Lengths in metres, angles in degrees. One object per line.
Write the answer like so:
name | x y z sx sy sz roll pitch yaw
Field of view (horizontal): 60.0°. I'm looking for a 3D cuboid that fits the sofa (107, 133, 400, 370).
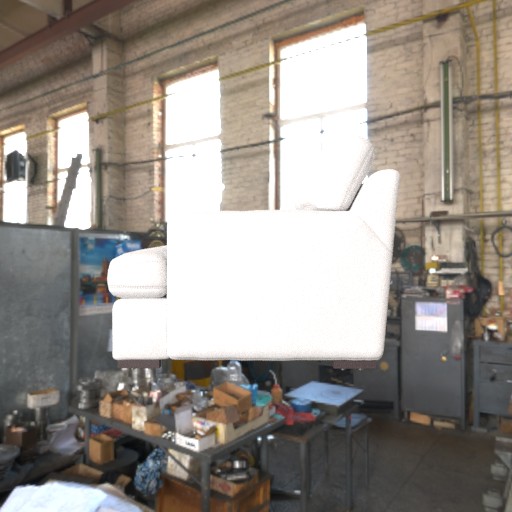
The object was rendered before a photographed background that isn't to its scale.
sofa | 0.000 0.000 2.770 1.143 0.940 2.261 0 -2 1
